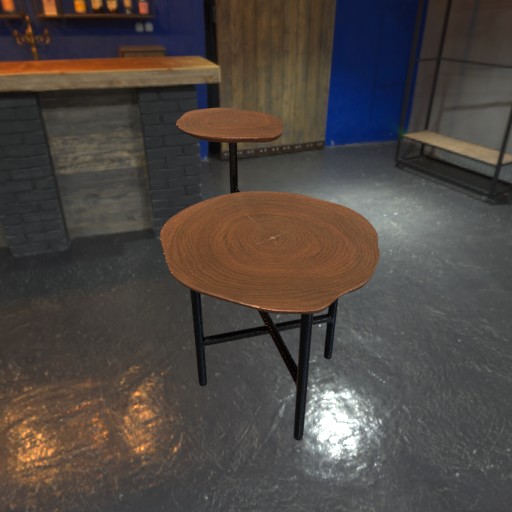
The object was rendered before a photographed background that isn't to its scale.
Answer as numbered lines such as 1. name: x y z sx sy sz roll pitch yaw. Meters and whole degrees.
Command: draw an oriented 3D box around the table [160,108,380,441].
1. table: 0.000 0.000 1.062 0.442 0.538 0.759 -8 31 -14
